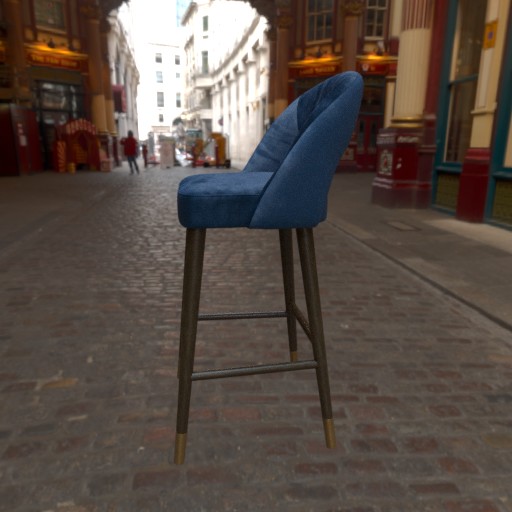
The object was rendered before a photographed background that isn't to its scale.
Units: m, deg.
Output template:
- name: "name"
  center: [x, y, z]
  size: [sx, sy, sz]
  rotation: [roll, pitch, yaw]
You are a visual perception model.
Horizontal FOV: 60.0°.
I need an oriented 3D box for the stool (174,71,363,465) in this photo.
- name: "stool"
  center: [0.000, 0.000, 1.313]
  size: [0.515, 1.016, 0.514]
  rotation: [-2, 15, -8]
